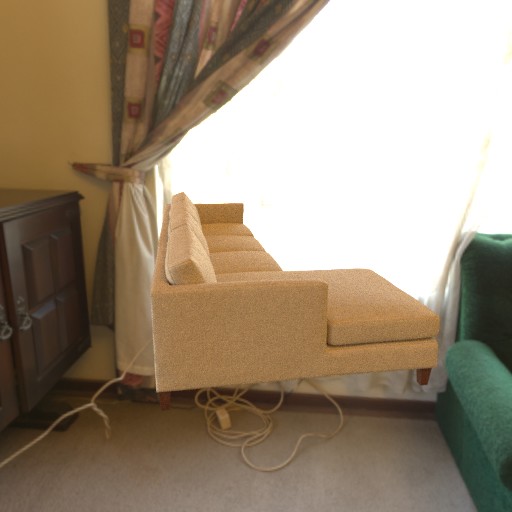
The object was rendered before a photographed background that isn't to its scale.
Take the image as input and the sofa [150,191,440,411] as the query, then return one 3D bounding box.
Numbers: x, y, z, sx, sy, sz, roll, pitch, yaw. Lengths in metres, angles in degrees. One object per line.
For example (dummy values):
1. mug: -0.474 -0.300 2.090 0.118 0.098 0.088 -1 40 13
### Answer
1. sofa: 0.000 0.000 3.888 1.625 0.846 3.186 -2 15 -9
